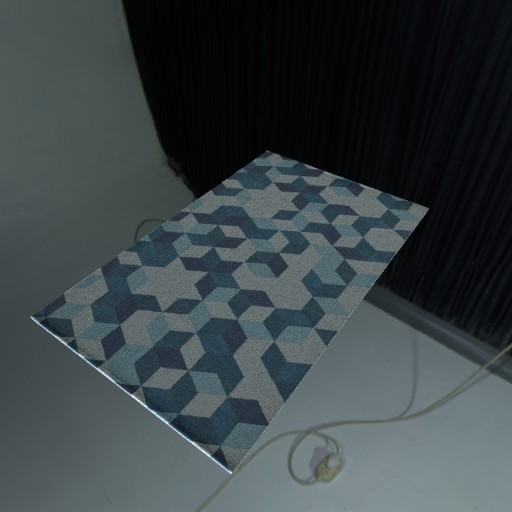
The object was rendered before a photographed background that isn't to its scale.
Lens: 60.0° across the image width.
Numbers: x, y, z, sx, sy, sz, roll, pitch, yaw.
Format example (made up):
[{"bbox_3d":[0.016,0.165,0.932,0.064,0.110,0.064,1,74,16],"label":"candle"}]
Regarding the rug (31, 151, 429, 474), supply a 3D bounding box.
[{"bbox_3d":[0.000,0.000,3.015,1.518,0.015,2.438,26,48,26],"label":"rug"}]
